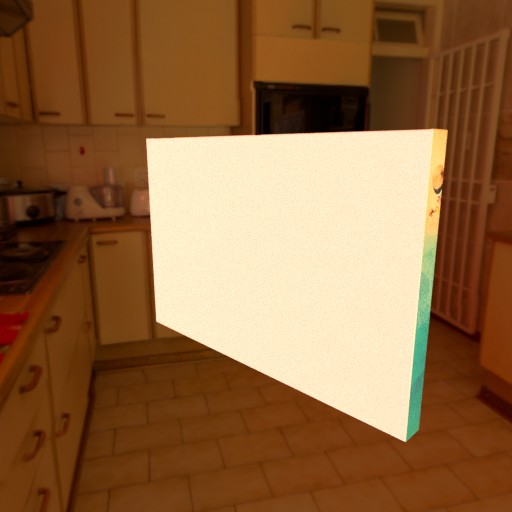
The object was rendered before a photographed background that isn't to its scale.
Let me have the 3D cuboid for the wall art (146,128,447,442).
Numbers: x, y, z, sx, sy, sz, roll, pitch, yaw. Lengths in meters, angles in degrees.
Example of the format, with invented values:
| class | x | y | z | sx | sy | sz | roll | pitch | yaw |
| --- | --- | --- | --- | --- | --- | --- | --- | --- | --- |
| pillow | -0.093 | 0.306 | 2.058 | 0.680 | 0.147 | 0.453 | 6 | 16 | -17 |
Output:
| class | x | y | z | sx | sy | sz | roll | pitch | yaw |
| --- | --- | --- | --- | --- | --- | --- | --- | --- | --- |
| wall art | 0.000 | 0.000 | 0.771 | 0.039 | 0.406 | 0.609 | -13 | 19 | -43 |
